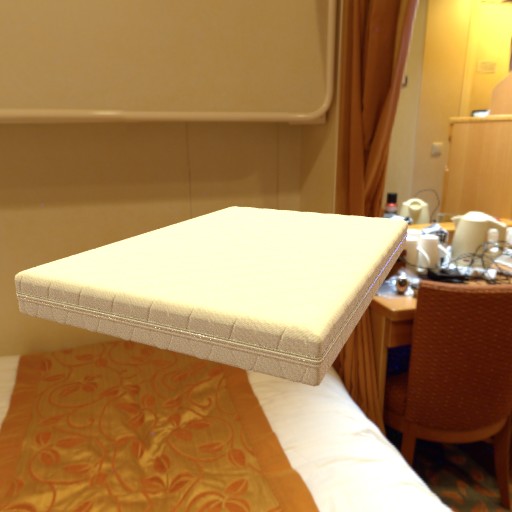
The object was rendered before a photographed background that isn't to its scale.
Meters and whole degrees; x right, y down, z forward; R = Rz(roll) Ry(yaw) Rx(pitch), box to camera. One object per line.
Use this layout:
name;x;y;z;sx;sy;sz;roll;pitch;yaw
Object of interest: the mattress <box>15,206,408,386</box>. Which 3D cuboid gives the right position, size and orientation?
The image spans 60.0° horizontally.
mattress;0.000;0.000;2.524;1.400;0.200;2.000;7;17;25
